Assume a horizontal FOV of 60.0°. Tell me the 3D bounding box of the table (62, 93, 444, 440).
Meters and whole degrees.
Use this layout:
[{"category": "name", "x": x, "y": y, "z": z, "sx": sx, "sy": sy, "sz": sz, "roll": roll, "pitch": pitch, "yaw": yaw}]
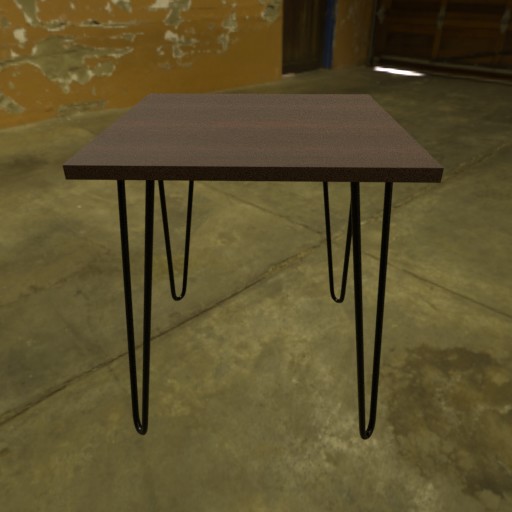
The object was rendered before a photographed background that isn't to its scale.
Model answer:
[{"category": "table", "x": 0.000, "y": 0.000, "z": 0.929, "sx": 0.495, "sy": 0.559, "sz": 0.495, "roll": 1, "pitch": 30, "yaw": 1}]
